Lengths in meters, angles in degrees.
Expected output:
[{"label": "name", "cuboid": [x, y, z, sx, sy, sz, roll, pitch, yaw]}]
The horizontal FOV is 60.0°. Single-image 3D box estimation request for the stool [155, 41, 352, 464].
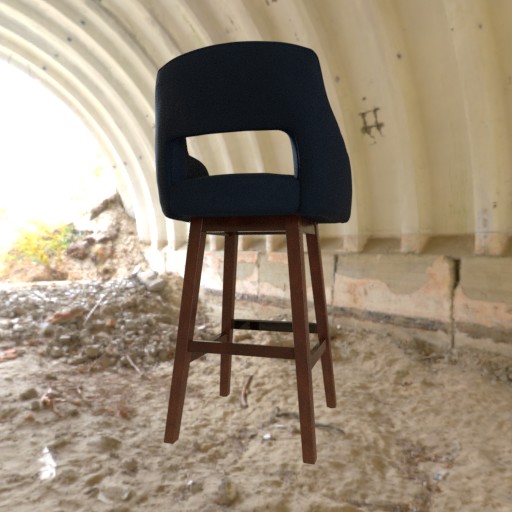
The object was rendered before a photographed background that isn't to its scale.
[{"label": "stool", "cuboid": [0.000, 0.000, 1.339, 0.550, 1.041, 0.560, 0, 1, 17]}]
